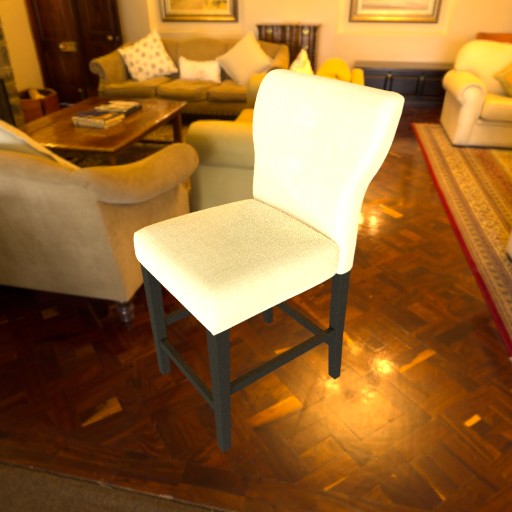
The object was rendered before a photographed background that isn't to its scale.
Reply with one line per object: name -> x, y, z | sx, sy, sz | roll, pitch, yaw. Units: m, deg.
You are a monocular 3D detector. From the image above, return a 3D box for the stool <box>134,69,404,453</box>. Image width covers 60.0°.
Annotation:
stool -> 0.000, 0.000, 1.358 | 0.603, 0.972, 0.514 | -21, 37, -31
